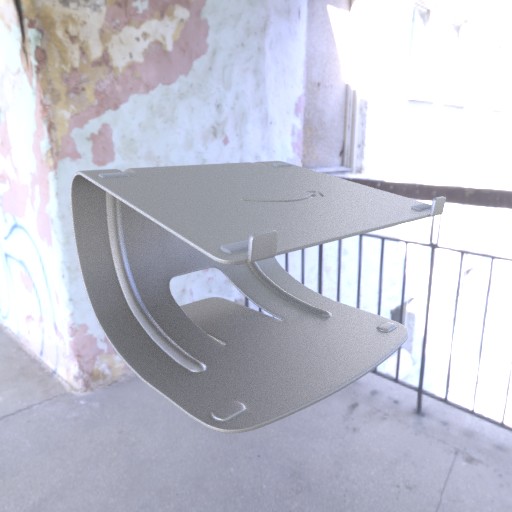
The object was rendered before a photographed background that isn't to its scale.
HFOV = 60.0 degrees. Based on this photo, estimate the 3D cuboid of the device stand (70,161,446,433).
[{"bbox_3d":[0.000,0.000,0.403,0.256,0.155,0.236,-14,20,-41],"label":"device stand"}]
